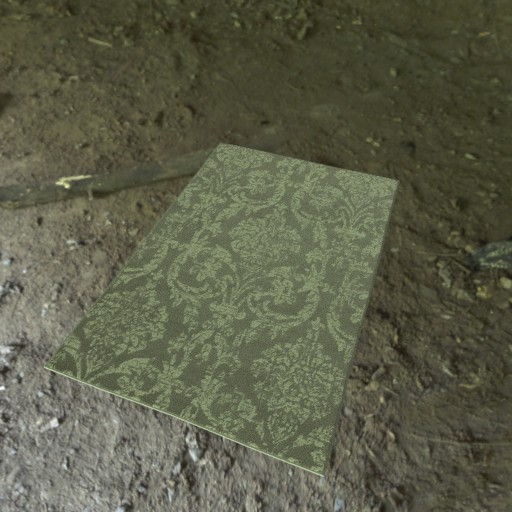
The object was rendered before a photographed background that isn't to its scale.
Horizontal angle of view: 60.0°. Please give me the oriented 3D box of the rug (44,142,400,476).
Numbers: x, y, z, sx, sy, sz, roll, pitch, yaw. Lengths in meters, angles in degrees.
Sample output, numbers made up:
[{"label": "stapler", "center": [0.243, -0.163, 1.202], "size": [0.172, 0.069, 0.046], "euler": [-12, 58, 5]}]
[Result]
[{"label": "rug", "center": [0.000, 0.000, 2.289], "size": [1.206, 0.012, 1.824], "euler": [15, 49, 14]}]
